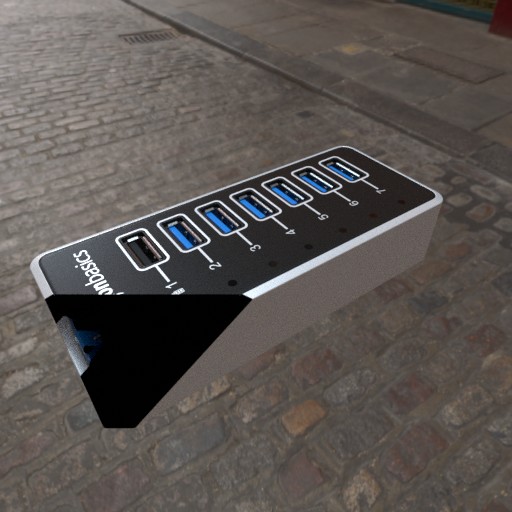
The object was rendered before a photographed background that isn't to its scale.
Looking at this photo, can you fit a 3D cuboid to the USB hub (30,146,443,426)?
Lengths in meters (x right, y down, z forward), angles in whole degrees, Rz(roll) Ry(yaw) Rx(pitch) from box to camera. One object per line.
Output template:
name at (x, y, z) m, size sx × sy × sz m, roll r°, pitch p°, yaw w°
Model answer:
USB hub at (0.000, 0.000, 0.128) m, size 0.110 × 0.023 × 0.044 m, roll -25°, pitch 46°, yaw -26°
